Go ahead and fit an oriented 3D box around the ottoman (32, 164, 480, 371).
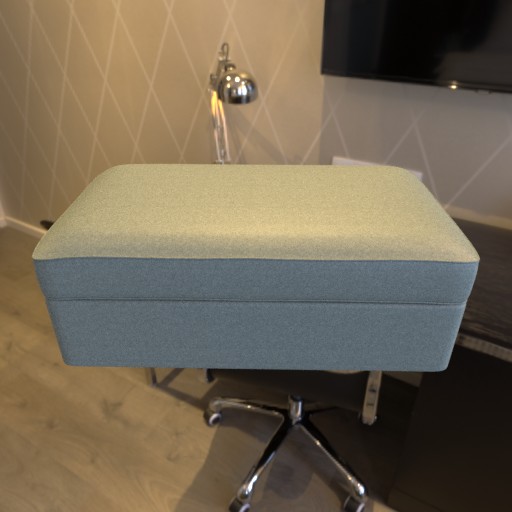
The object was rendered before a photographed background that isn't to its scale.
[{"bbox_3d":[0.000,0.000,1.510,1.173,0.494,0.681,1,31,1],"label":"ottoman"}]
